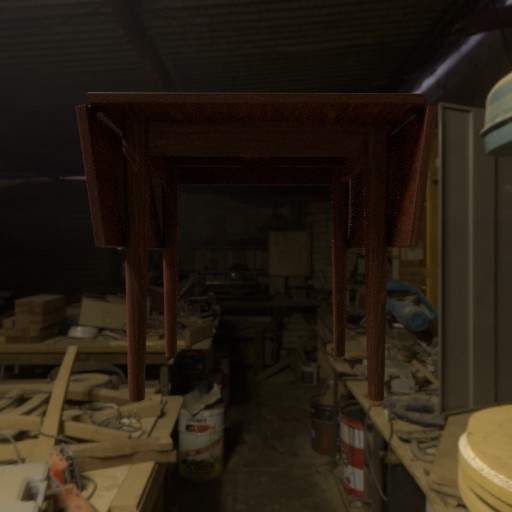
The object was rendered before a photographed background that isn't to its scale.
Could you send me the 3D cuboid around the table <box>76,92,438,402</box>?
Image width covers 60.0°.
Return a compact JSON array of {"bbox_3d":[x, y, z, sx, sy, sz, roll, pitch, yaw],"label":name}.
[{"bbox_3d":[0.000,0.000,1.433,0.843,0.763,0.812,0,0,0],"label":"table"}]
